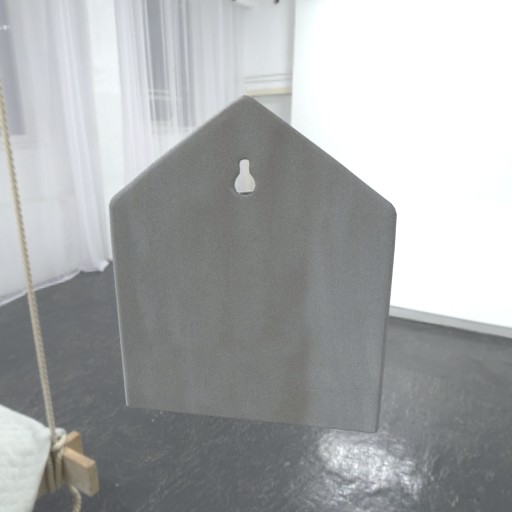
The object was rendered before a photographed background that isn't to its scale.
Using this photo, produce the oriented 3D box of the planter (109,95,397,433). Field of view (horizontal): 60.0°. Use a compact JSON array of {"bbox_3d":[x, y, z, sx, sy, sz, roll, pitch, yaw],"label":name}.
[{"bbox_3d":[0.000,0.000,0.290,0.163,0.194,0.080,3,16,9],"label":"planter"}]
